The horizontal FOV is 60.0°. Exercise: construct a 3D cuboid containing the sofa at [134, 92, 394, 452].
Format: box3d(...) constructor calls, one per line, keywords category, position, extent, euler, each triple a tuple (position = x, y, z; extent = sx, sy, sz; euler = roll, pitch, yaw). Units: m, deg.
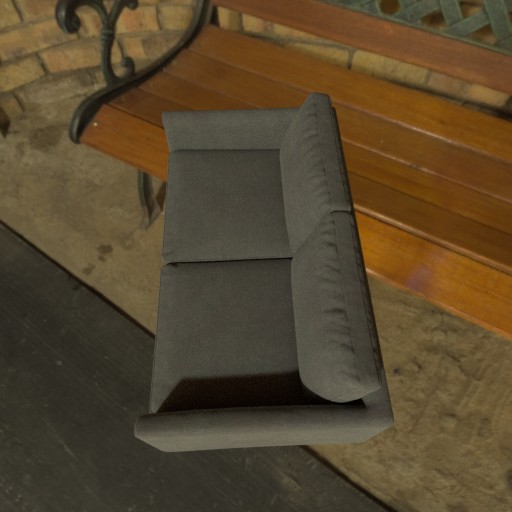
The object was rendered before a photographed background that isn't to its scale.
box3d(category="sofa", position=(0.000, 0.000, 2.475), extent=(1.091, 0.845, 1.909), euler=(-2, 60, -1))
